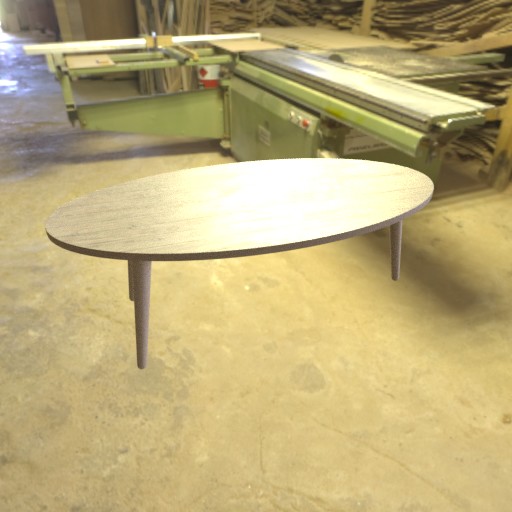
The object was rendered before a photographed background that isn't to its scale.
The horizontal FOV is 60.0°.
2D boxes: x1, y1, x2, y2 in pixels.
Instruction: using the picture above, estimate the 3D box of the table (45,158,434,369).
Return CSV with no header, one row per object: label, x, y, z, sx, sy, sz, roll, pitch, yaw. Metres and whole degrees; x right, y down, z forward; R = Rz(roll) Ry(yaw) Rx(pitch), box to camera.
table,0.000,0.000,1.326,1.083,0.390,0.542,-9,33,-15
